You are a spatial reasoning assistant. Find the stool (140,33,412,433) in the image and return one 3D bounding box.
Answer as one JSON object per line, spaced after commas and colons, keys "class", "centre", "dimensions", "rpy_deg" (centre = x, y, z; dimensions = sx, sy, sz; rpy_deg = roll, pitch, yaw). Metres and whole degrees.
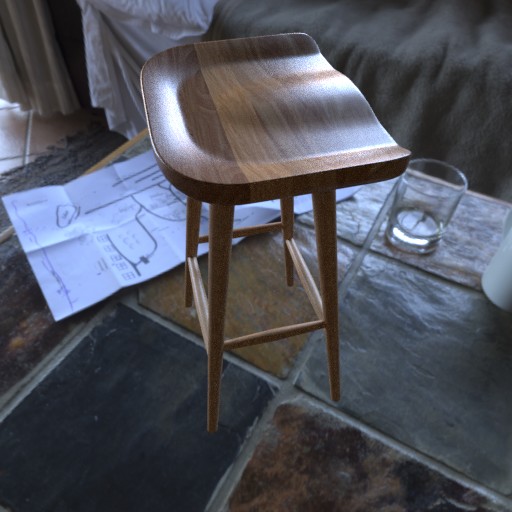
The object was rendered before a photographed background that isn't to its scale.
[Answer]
{"class": "stool", "centre": [0.000, 0.000, 0.903], "dimensions": [0.322, 0.698, 0.407], "rpy_deg": [-11, 48, -10]}
